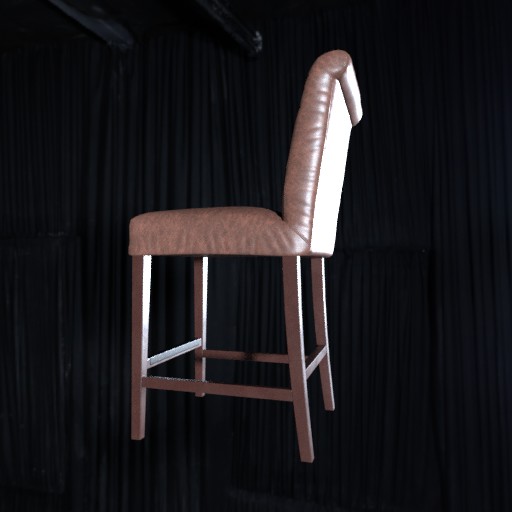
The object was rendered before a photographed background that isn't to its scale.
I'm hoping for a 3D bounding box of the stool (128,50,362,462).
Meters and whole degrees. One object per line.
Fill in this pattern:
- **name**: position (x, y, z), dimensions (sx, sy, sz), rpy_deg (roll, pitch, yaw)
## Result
- **stool**: position (0.000, 0.000, 1.444), dimensions (0.660, 1.084, 0.486), rpy_deg (0, -1, 17)
